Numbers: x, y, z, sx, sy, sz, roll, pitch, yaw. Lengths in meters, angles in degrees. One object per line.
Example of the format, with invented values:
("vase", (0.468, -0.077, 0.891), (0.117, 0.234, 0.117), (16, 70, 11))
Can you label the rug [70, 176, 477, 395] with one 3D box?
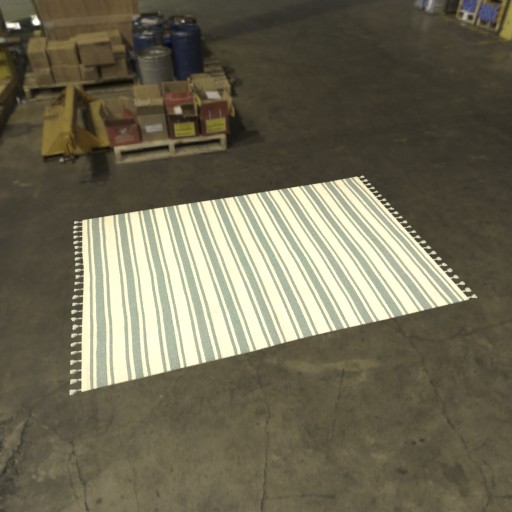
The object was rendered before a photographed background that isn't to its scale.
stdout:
("rug", (0.000, 0.000, 3.036), (2.410, 0.011, 1.539), (-11, 42, -12))
